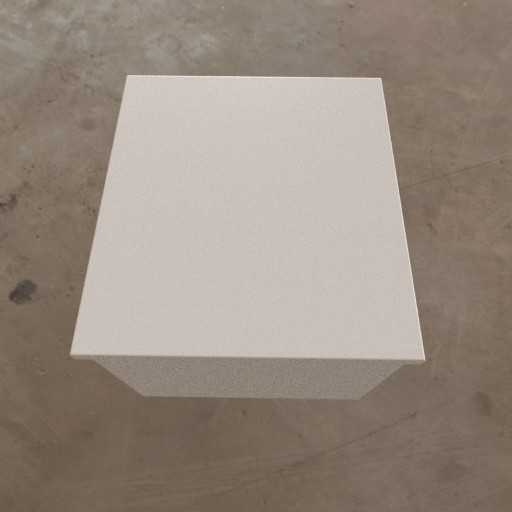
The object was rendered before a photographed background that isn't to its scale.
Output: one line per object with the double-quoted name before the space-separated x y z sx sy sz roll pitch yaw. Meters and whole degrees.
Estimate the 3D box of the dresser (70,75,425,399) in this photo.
"dresser" 0.000 0.000 0.738 0.400 0.360 0.430 1 63 0
